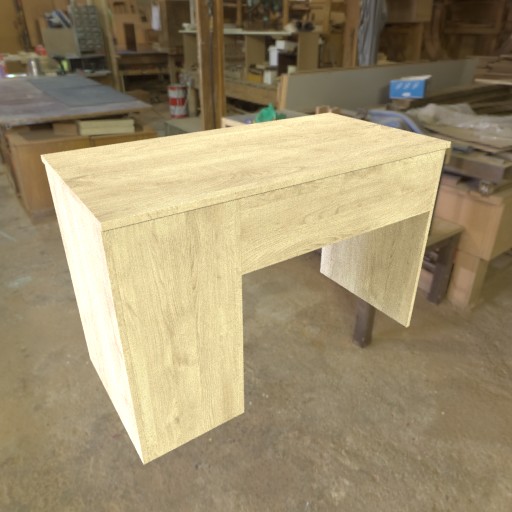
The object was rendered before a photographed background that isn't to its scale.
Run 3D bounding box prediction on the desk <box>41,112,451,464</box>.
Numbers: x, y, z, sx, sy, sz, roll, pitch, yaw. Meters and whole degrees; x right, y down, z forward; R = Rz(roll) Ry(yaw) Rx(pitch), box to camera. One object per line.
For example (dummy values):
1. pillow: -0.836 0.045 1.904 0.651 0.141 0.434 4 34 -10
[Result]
1. desk: 0.000 0.000 1.499 1.097 0.735 0.560 -18 33 -29
